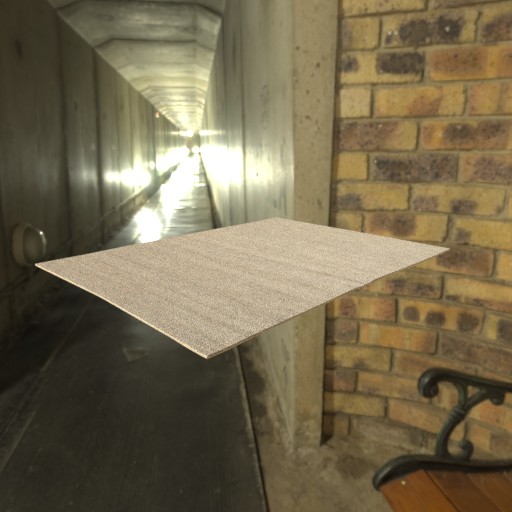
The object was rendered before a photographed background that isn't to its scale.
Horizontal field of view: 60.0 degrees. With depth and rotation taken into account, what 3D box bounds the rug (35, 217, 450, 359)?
[{"bbox_3d":[0.000,0.000,4.811,3.626,0.051,2.757,-15,21,-43],"label":"rug"}]
